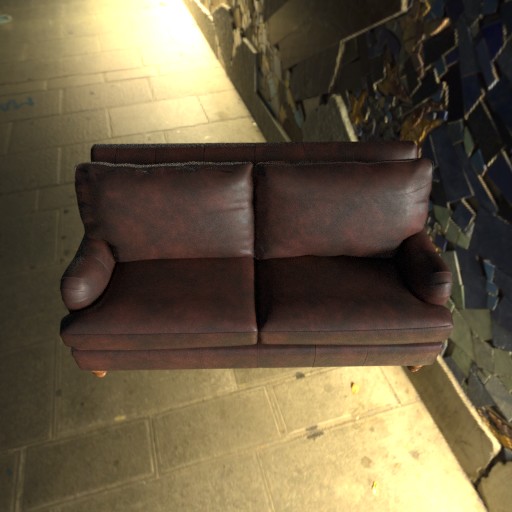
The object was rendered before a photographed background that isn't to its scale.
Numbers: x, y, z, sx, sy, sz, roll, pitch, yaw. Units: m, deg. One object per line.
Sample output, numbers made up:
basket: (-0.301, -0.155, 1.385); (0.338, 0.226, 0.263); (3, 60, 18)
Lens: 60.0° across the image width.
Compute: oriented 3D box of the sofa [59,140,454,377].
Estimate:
sofa: (0.000, 0.000, 2.719); (2.144, 1.071, 1.147); (-1, 46, -1)
